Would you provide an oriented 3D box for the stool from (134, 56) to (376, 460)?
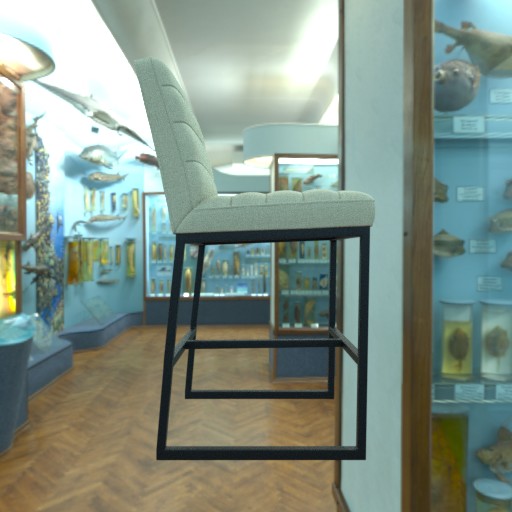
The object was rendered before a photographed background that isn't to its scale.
[{"bbox_3d":[0.000,0.000,1.237,0.560,0.940,0.460,0,1,0],"label":"stool"}]
